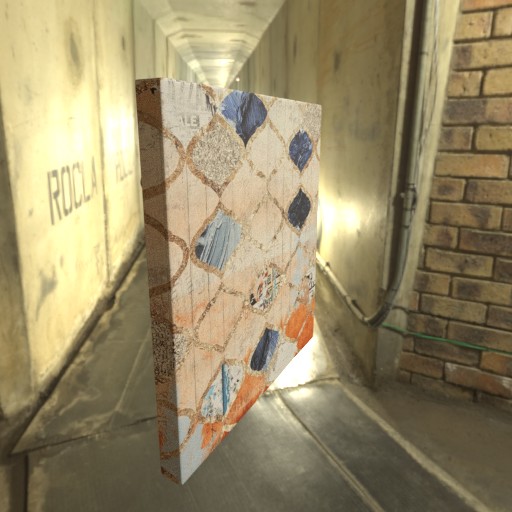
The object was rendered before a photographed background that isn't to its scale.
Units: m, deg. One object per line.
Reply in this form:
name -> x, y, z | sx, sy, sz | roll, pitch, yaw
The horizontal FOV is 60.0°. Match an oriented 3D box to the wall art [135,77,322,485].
wall art -> 0.000, 0.000, 0.745 | 0.038, 0.508, 0.507 | 8, 17, 26
